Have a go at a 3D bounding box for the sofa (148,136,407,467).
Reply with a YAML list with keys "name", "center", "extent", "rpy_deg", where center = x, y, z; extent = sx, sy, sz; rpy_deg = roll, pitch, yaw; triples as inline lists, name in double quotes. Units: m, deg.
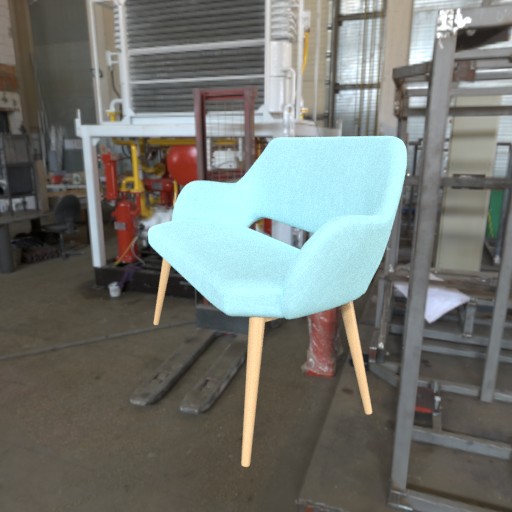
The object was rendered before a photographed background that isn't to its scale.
- name: "sofa"
  center: [0.000, 0.000, 1.615]
  extent: [0.610, 0.840, 1.150]
  rpy_deg: [-7, 16, -24]
